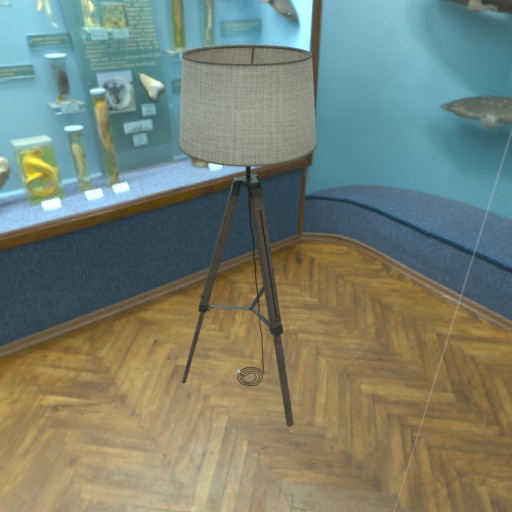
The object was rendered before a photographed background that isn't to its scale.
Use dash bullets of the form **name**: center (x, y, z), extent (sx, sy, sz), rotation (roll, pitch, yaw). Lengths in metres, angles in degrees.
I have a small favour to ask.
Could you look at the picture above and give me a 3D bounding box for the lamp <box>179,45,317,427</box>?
- **lamp**: center (0.000, 0.000, 1.811), extent (0.604, 1.510, 0.587), rotation (-20, 38, -29)
